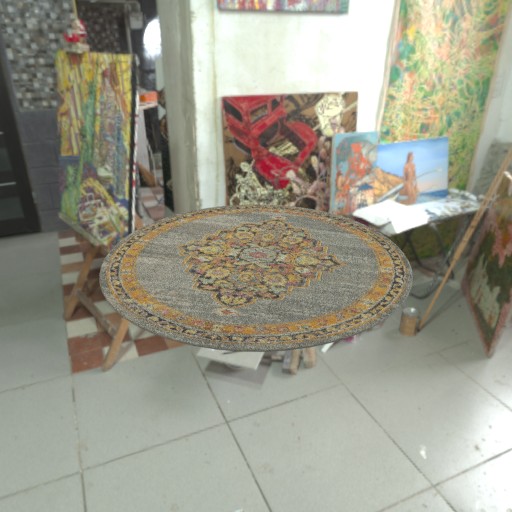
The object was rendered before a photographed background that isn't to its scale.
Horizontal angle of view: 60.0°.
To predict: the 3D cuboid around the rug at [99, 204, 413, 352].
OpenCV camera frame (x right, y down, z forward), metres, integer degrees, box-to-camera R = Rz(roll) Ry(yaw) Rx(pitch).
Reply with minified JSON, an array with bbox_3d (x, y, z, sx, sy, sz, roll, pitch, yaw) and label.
[{"bbox_3d":[0.000,0.000,3.534,2.382,0.014,2.382,0,26,0],"label":"rug"}]
